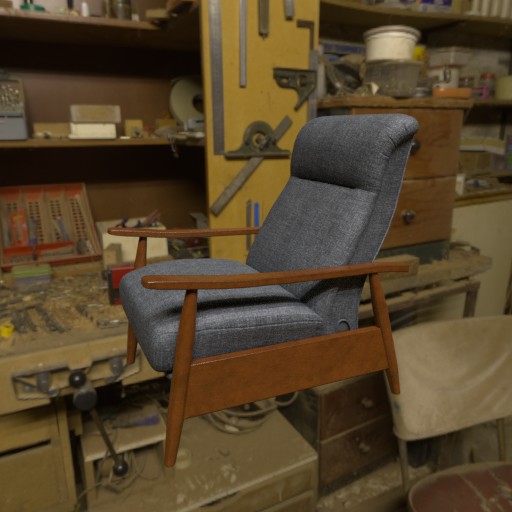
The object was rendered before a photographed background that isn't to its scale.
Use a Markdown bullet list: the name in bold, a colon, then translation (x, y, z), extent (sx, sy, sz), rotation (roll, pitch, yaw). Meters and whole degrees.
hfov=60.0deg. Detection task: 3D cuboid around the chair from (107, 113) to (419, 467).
- **chair**: translation (0.000, 0.000, 1.766), extent (1.030, 1.082, 0.762), rotation (-7, 18, -24)
